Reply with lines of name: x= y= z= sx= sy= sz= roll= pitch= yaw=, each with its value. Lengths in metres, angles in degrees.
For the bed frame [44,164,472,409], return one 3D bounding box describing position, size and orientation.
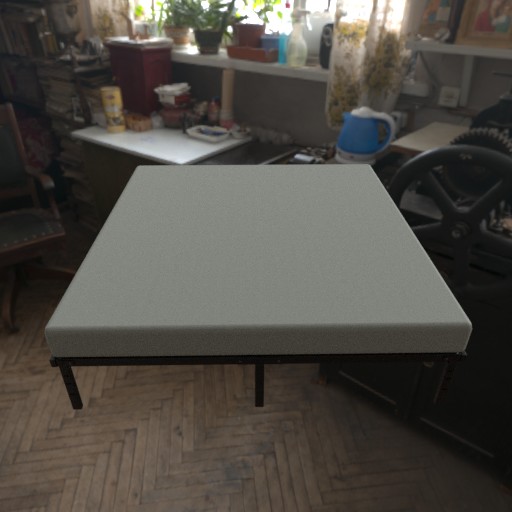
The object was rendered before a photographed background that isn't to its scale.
bed frame: x=0.000 y=0.000 z=3.826 sx=2.526 sy=0.680 sz=2.635 roll=-1 pitch=32 yaw=-1
